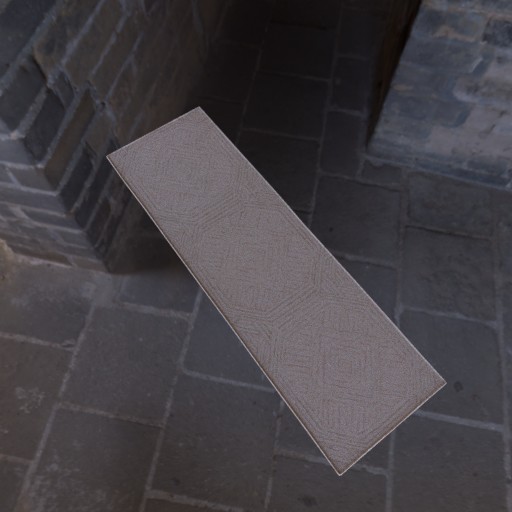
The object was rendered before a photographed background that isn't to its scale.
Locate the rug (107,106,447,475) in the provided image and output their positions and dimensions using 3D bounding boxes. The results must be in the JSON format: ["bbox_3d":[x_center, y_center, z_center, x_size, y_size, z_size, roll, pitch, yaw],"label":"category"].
[{"bbox_3d":[0.000,0.000,2.730,0.775,0.012,2.452,-33,69,-15],"label":"rug"}]
